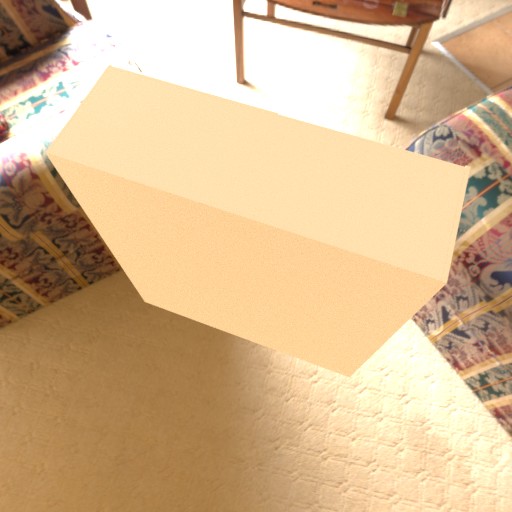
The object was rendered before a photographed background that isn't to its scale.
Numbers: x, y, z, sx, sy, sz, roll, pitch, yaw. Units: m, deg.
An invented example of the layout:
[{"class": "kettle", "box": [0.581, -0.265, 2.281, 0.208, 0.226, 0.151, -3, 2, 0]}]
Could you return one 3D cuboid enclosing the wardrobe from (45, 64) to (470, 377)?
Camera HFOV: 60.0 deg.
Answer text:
[{"class": "wardrobe", "box": [0.000, 0.000, 2.916, 1.830, 2.020, 0.600, 19, 66, 9]}]
